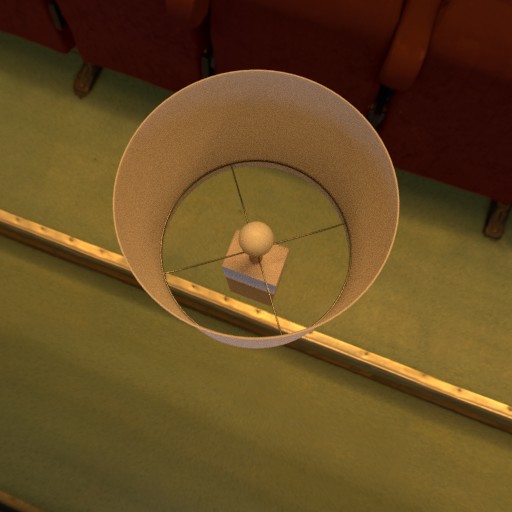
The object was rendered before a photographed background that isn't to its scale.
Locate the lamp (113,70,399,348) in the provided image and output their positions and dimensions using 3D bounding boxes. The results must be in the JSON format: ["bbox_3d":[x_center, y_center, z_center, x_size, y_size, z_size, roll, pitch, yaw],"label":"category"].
[{"bbox_3d":[0.000,0.000,0.557,0.229,0.417,0.229,20,77,5],"label":"lamp"}]
